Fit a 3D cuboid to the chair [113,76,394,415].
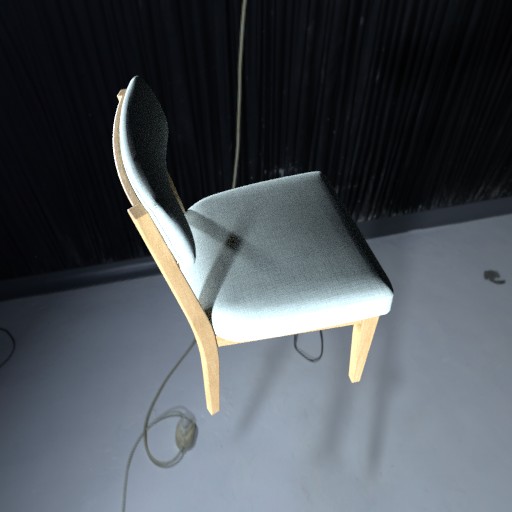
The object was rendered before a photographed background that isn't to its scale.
[{"bbox_3d":[0.000,0.000,1.188,0.572,0.832,0.508,-11,48,-10],"label":"chair"}]
